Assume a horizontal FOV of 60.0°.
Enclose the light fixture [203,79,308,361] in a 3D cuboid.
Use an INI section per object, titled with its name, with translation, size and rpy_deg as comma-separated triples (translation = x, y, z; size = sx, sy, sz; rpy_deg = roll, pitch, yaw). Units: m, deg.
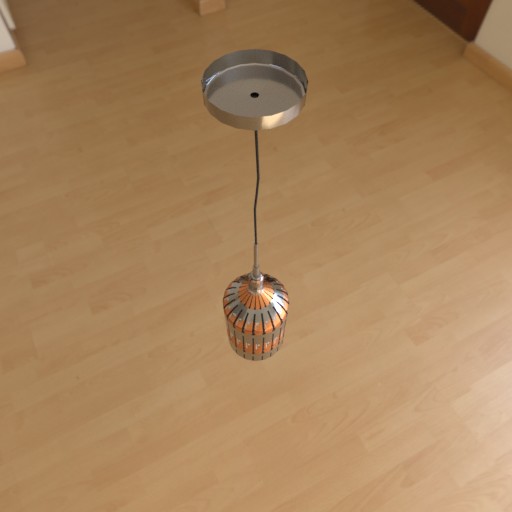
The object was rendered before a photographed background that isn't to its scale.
[light fixture]
translation = 0.000, 0.000, 1.682
size = 0.303, 1.535, 0.303
rpy_deg = 0, 58, 0
